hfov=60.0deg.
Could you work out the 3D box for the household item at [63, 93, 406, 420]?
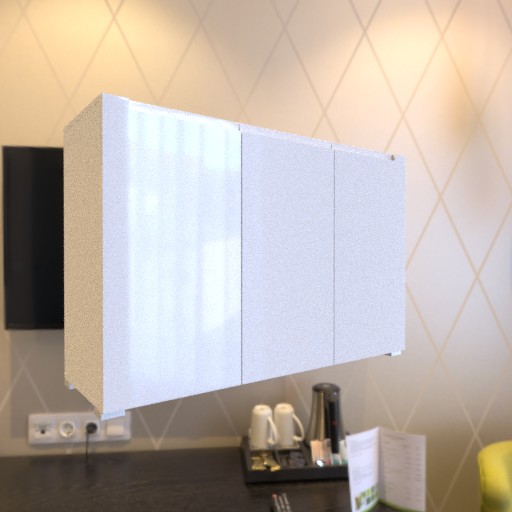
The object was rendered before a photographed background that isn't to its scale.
[{"bbox_3d":[0.000,0.000,1.712,1.300,0.867,0.420,0,1,-36],"label":"household item"}]
